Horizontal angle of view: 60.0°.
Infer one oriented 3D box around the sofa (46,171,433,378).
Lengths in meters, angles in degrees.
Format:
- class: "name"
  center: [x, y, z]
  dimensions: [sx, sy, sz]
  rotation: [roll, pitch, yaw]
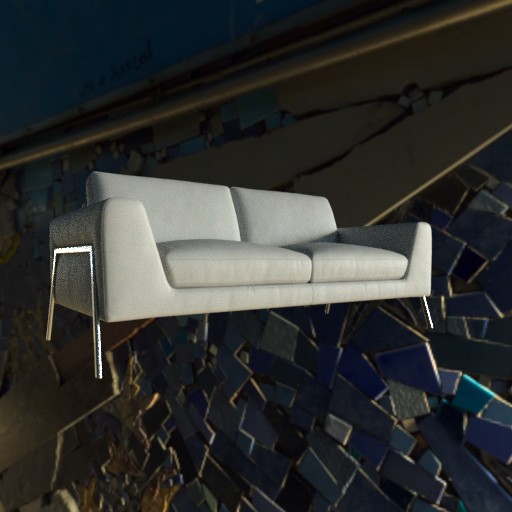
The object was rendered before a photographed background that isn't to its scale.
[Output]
- class: "sofa"
  center: [0.000, 0.000, 2.515]
  dimensions: [2.017, 0.875, 0.953]
  rotation: [0, -1, -35]
